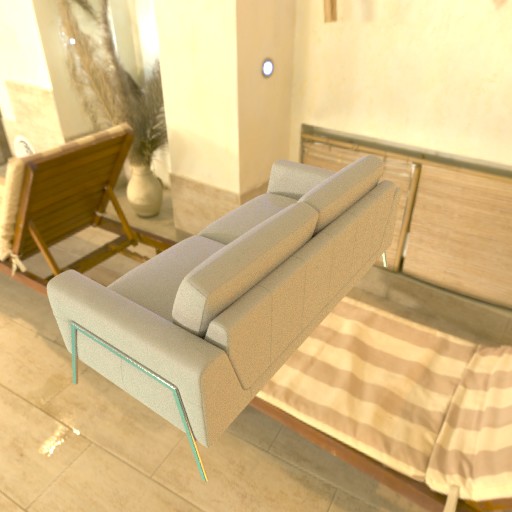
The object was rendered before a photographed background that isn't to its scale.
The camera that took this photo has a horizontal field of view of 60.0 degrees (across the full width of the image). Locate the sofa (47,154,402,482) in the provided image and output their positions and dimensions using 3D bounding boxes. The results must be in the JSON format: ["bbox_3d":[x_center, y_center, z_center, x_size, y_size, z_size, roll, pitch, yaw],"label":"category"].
[{"bbox_3d":[0.000,0.000,2.555,0.953,0.875,2.017,21,38,30],"label":"sofa"}]
